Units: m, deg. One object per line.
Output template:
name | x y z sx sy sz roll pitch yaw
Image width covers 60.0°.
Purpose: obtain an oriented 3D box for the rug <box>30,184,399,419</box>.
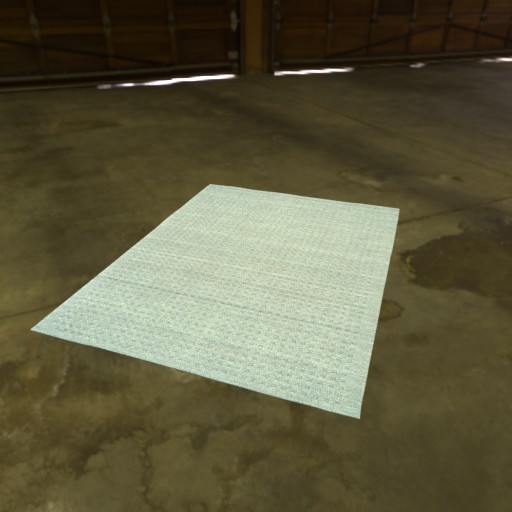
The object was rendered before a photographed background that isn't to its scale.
rug | 0.000 0.000 4.252 2.443 0.007 3.200 10 32 17
